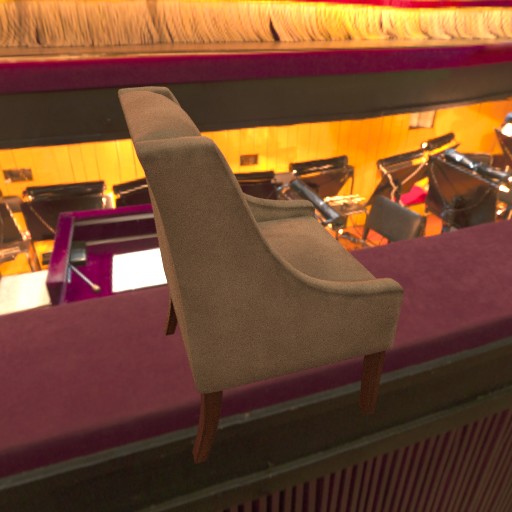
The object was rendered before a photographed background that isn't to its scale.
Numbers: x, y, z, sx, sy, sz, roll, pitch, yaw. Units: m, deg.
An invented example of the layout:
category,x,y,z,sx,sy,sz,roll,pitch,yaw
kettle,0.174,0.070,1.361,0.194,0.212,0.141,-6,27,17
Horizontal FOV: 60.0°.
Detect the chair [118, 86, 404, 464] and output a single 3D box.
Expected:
category,x,y,z,sx,sy,sz,roll,pitch,yaw
chair,0.000,0.000,1.311,0.629,0.895,0.629,-9,32,-16
